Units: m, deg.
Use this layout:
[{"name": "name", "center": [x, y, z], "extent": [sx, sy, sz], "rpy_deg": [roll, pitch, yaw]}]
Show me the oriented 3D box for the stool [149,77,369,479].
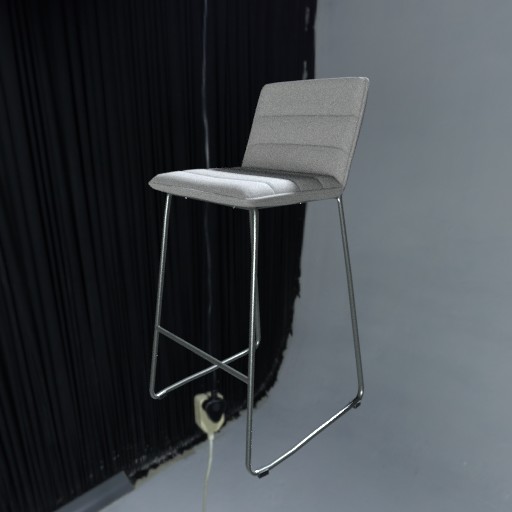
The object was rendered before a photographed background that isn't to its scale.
[{"name": "stool", "center": [0.000, 0.000, 1.262], "extent": [0.490, 0.960, 0.490], "rpy_deg": [-16, 23, -42]}]
